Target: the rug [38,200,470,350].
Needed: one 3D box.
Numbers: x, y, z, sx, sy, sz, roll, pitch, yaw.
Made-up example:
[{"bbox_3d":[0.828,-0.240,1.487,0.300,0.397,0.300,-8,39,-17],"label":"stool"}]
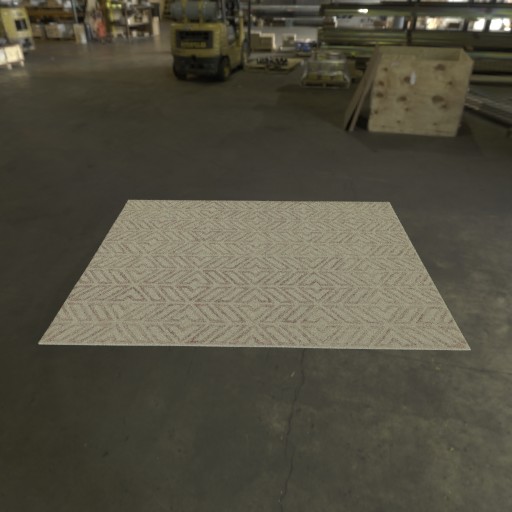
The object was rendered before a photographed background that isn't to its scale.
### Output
[{"bbox_3d":[0.000,0.000,4.143,3.045,0.008,2.421,1,32,1],"label":"rug"}]
